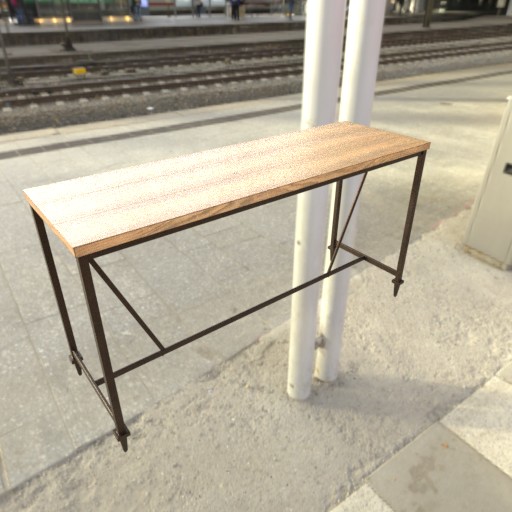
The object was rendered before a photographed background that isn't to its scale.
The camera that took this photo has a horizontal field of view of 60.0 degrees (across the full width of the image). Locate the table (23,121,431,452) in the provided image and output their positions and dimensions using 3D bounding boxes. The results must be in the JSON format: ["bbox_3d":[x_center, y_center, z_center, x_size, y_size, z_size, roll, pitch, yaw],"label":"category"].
[{"bbox_3d":[0.000,0.000,2.075,1.700,0.902,0.551,-21,36,-32],"label":"table"}]
